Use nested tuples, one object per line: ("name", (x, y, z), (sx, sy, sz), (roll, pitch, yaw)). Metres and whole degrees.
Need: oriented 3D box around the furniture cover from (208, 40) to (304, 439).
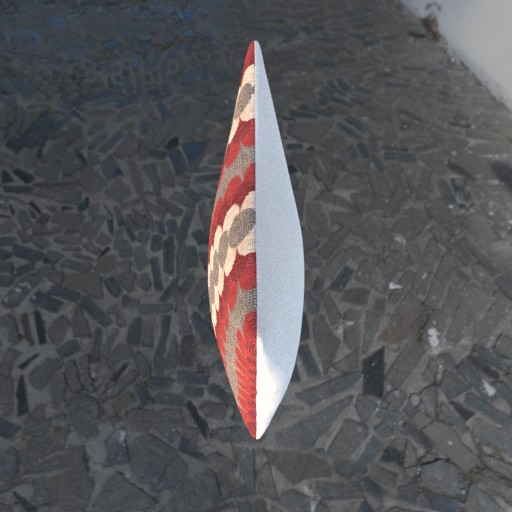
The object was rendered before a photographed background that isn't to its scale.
("furniture cover", (0.000, 0.000, 0.653), (0.145, 0.420, 0.435), (0, 58, 0))
